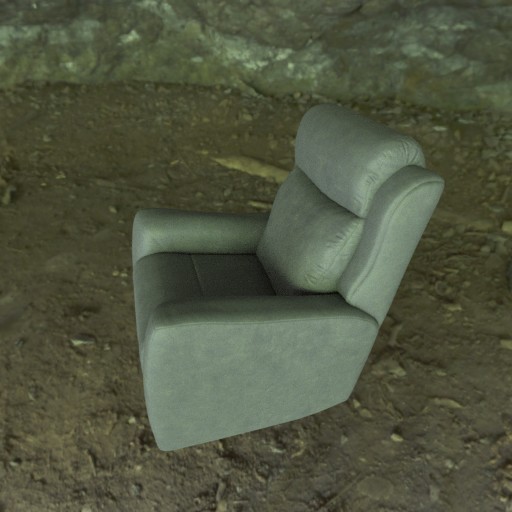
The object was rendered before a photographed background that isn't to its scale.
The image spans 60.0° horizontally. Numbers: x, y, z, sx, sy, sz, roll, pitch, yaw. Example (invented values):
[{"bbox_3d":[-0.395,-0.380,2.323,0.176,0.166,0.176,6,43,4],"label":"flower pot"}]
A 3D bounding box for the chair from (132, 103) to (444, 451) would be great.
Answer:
[{"bbox_3d":[0.000,0.000,1.898,1.068,1.116,0.967,-8,31,-14],"label":"chair"}]
